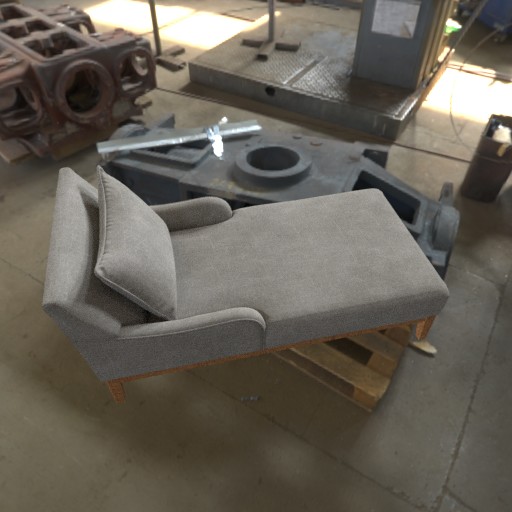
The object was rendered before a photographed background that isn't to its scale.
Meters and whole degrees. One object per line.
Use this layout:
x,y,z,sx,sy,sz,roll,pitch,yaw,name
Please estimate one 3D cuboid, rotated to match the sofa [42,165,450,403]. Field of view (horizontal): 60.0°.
0.000,0.000,2.295,1.779,0.859,0.894,-9,47,-9,sofa
